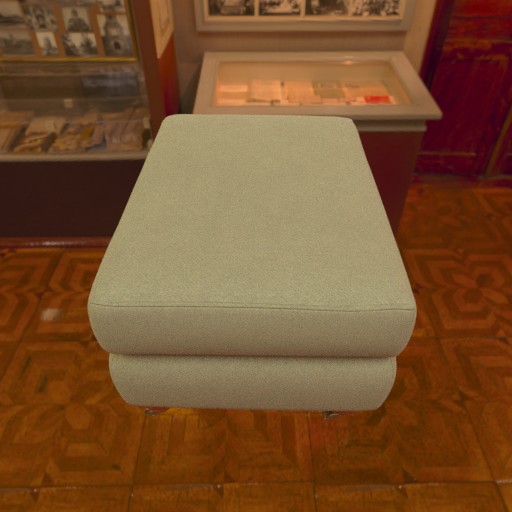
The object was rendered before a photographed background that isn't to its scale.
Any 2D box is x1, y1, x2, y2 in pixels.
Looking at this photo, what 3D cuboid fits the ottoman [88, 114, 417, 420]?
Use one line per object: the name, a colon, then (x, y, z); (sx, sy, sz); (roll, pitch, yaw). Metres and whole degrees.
ottoman: (0.000, 0.000, 1.128); (0.569, 0.499, 0.773); (1, 41, 1)
